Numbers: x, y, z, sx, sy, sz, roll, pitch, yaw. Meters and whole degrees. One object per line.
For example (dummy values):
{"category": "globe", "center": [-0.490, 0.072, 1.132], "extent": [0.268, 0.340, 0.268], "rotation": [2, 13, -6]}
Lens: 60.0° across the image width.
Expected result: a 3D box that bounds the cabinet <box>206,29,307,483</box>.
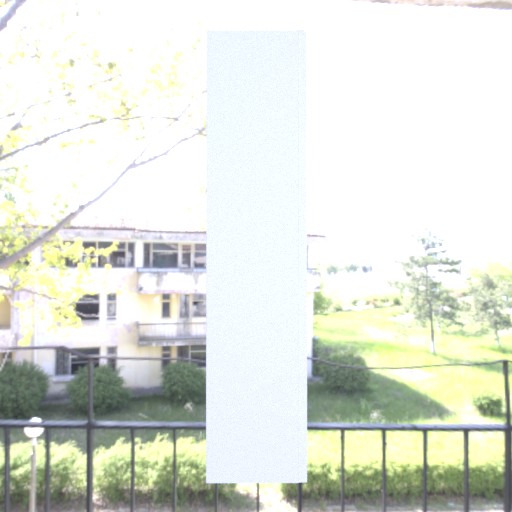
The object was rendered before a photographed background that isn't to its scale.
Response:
{"category": "cabinet", "center": [0.000, 0.000, 2.730], "extent": [0.480, 2.160, 1.250], "rotation": [0, 0, 0]}
